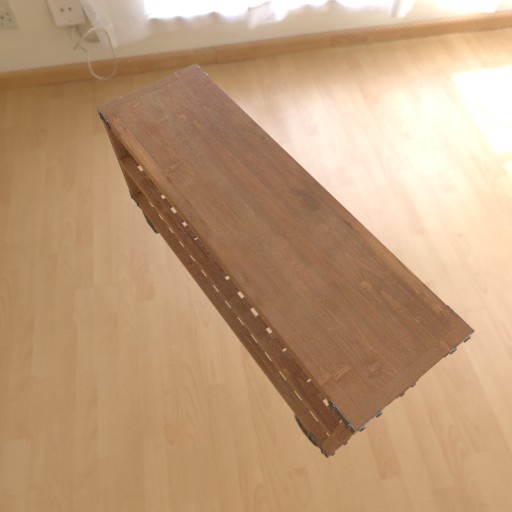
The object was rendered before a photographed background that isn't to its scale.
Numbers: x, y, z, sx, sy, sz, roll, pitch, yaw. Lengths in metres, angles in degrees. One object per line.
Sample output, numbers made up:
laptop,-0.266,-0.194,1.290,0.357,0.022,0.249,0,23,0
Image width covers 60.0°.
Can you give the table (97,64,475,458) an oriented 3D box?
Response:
table,0.000,0.000,1.794,0.467,0.711,1.487,-32,64,-18
